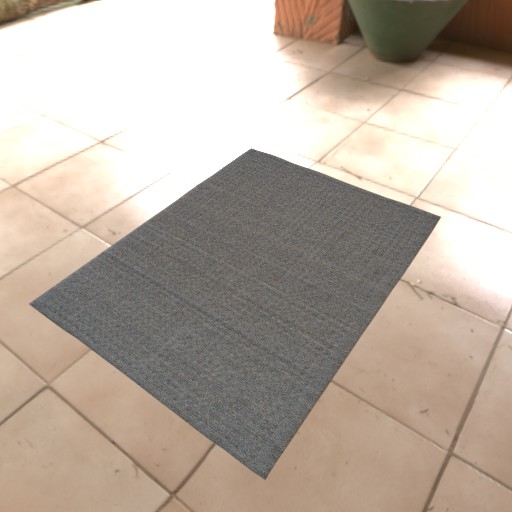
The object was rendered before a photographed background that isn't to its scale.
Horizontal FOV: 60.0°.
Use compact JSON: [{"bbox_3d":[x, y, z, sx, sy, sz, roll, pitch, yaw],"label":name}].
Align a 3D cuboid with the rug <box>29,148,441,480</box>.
[{"bbox_3d":[0.000,0.000,4.172,2.443,0.007,3.200,26,49,25],"label":"rug"}]
